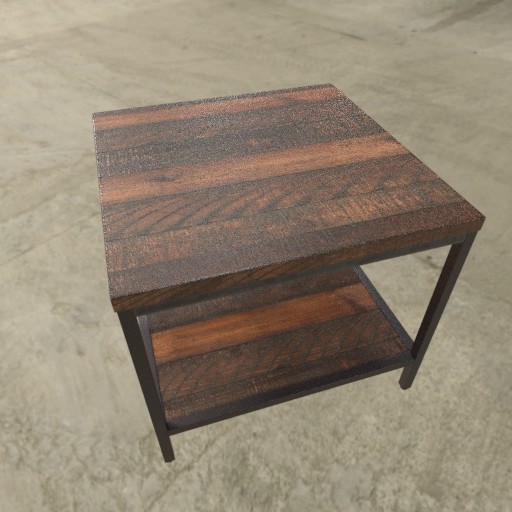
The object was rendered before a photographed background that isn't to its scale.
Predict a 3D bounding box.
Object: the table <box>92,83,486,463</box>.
[{"bbox_3d":[0.000,0.000,0.957,0.548,0.482,0.553,-12,43,-13],"label":"table"}]
